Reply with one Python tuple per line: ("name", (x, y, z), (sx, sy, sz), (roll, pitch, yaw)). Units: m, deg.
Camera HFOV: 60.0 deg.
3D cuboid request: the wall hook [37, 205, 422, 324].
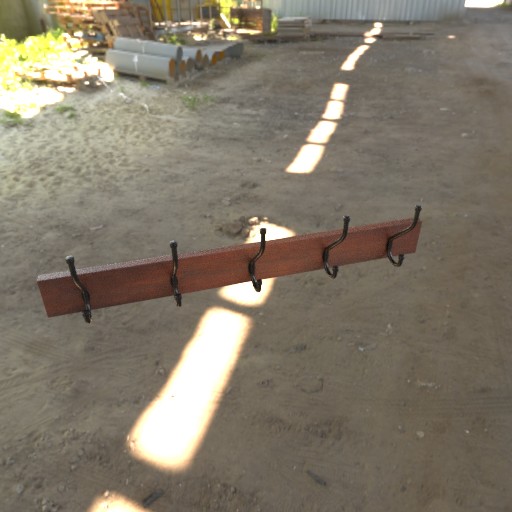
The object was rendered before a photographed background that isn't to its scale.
("wall hook", (0.000, 0.000, 0.621), (0.571, 0.117, 0.071), (-9, 33, -15))
